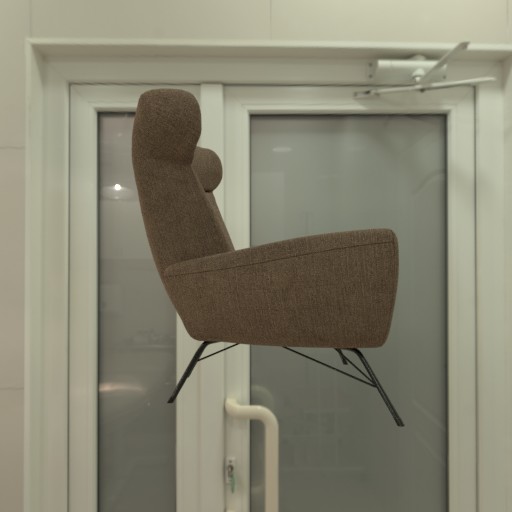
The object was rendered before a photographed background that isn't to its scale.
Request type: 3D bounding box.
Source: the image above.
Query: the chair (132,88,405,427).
[{"bbox_3d":[0.000,0.000,1.736,0.900,1.040,0.980,0,-1,-1],"label":"chair"}]
